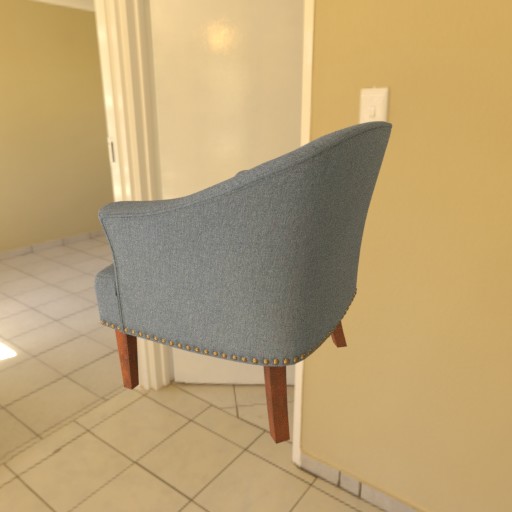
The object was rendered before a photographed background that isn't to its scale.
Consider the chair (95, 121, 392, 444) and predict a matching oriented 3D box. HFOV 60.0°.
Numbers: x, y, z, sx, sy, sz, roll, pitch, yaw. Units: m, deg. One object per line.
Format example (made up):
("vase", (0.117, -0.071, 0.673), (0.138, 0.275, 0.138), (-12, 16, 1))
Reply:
("chair", (0.000, 0.000, 1.391), (0.704, 0.815, 0.798), (9, 20, 26))
